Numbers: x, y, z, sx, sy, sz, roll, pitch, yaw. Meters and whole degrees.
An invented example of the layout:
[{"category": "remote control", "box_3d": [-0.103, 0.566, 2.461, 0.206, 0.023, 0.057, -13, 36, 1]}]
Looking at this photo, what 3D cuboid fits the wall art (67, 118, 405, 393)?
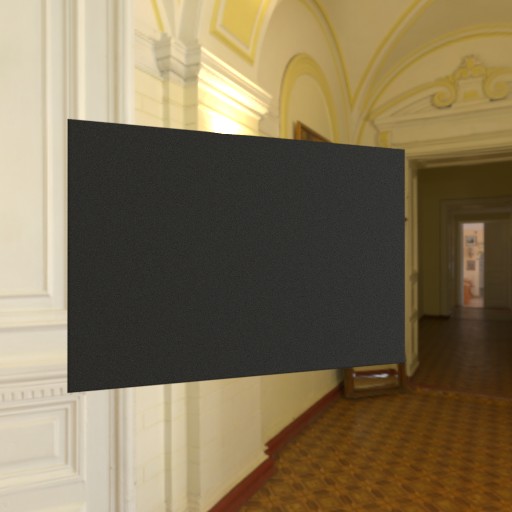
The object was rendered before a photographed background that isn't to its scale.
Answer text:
[{"category": "wall art", "box_3d": [0.000, 0.000, 1.229, 0.964, 0.659, 0.049, 0, 0, -17]}]
